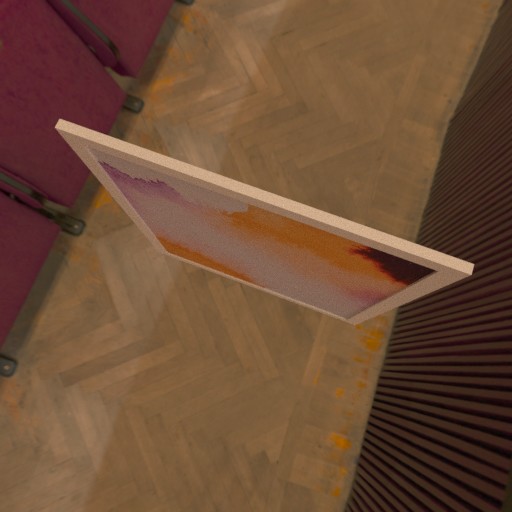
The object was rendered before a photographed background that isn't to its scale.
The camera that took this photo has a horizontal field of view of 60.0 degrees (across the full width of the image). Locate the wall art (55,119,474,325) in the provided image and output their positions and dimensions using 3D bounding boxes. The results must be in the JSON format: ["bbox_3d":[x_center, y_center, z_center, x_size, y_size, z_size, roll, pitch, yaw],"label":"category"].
[{"bbox_3d":[0.000,0.000,0.751,0.482,0.557,0.012,20,77,5],"label":"wall art"}]
